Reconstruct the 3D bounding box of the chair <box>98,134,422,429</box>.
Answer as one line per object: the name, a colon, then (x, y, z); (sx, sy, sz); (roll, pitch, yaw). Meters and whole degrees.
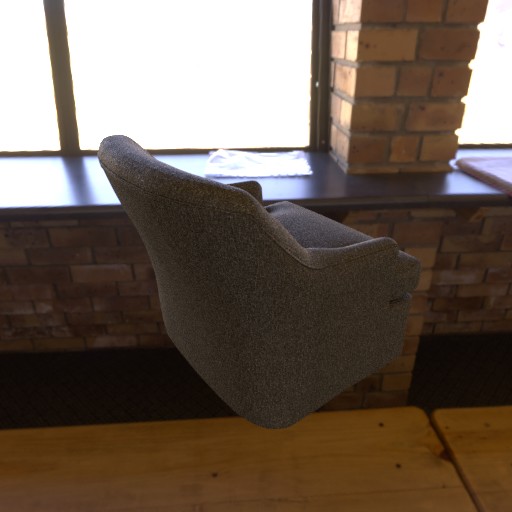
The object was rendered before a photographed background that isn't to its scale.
chair: (0.000, 0.000, 1.592); (0.923, 0.856, 0.864); (-18, 32, -31)
